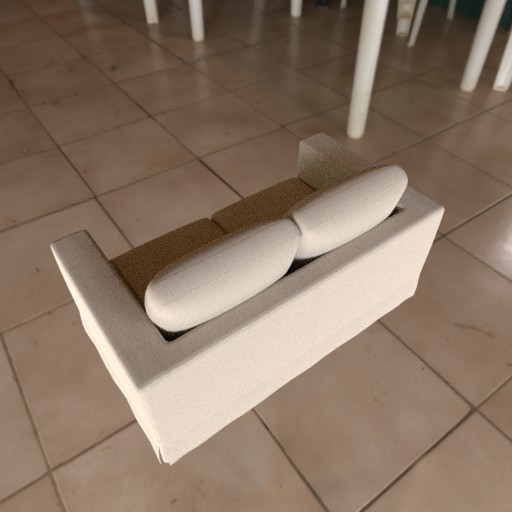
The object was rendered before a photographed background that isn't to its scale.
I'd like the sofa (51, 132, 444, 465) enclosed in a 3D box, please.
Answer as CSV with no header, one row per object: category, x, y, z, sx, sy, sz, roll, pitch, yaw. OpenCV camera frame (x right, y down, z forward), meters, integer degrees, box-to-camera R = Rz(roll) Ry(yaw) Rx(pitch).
sofa,0.000,0.000,2.405,1.813,0.932,1.009,-28,51,-25
